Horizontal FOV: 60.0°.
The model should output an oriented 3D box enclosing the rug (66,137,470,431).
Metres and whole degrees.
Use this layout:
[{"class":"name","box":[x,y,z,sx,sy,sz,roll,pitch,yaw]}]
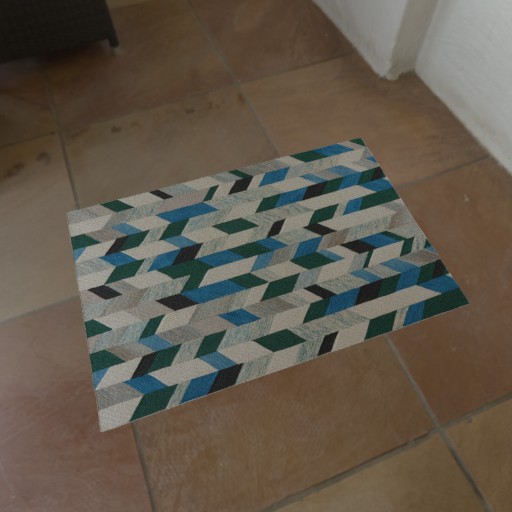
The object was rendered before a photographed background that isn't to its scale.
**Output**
[{"class":"rug","box":[0.000,0.000,2.340,1.827,0.005,1.229,-17,60,-10]}]
